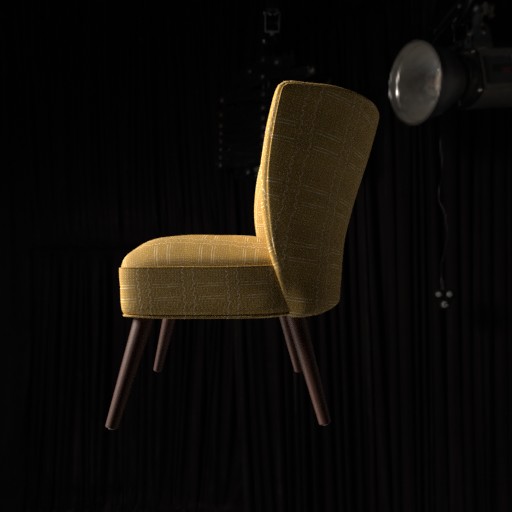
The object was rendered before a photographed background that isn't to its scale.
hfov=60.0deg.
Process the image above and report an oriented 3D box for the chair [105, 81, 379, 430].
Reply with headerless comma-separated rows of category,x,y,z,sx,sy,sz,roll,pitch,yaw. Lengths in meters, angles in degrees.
chair,0.000,0.000,1.392,0.758,0.866,0.706,0,-1,-2
